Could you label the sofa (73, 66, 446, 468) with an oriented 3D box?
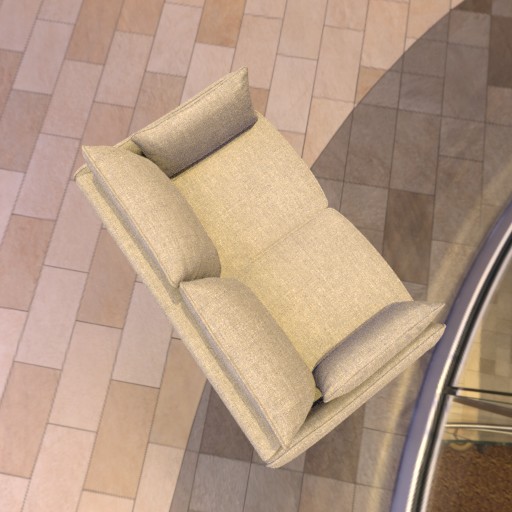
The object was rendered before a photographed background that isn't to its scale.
[{"bbox_3d":[0.000,0.000,2.074,0.972,0.851,1.580,-35,79,-8],"label":"sofa"}]
